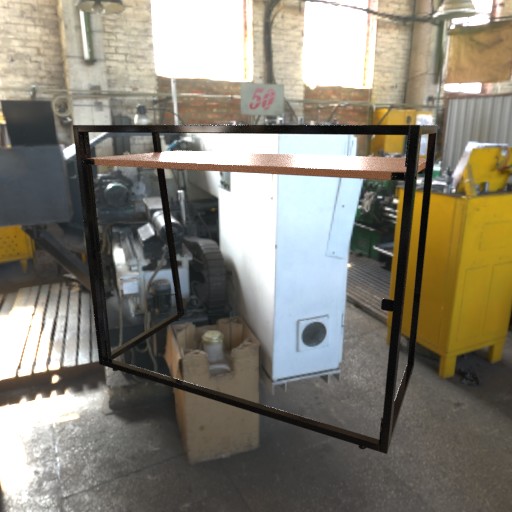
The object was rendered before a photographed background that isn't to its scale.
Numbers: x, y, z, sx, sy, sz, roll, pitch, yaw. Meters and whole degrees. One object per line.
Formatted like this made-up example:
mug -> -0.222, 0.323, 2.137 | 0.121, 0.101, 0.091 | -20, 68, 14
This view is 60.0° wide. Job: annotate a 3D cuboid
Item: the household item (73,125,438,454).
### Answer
household item -> 0.000, 0.000, 1.518 | 1.050, 0.860, 0.510 | 8, 18, 25
